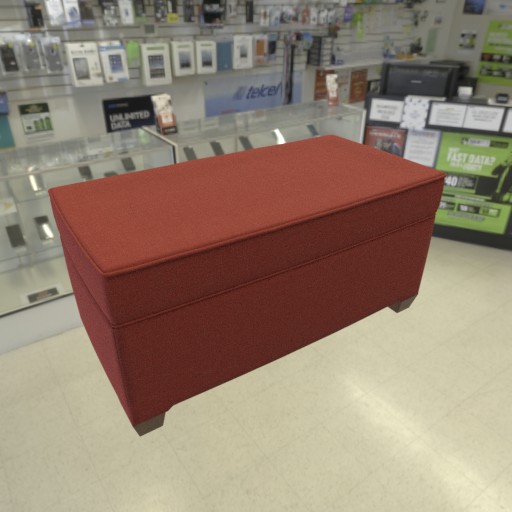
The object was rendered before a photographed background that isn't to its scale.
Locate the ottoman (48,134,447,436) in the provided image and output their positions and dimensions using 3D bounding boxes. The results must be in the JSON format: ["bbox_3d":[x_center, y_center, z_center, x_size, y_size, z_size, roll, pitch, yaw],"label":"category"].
[{"bbox_3d":[0.000,0.000,1.248,0.948,0.454,0.497,-18,35,-28],"label":"ottoman"}]
